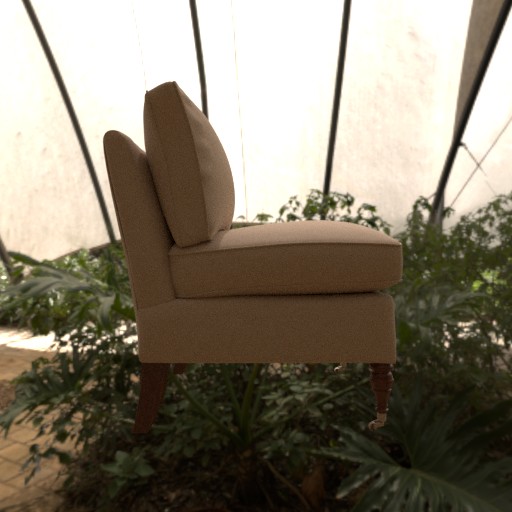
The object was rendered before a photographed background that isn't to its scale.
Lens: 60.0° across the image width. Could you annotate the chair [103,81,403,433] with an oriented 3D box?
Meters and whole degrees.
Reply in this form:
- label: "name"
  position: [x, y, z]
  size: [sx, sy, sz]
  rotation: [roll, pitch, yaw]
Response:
- label: "chair"
  position: [0.000, 0.000, 1.648]
  size: [0.912, 1.052, 0.724]
  rotation: [0, 1, 0]
